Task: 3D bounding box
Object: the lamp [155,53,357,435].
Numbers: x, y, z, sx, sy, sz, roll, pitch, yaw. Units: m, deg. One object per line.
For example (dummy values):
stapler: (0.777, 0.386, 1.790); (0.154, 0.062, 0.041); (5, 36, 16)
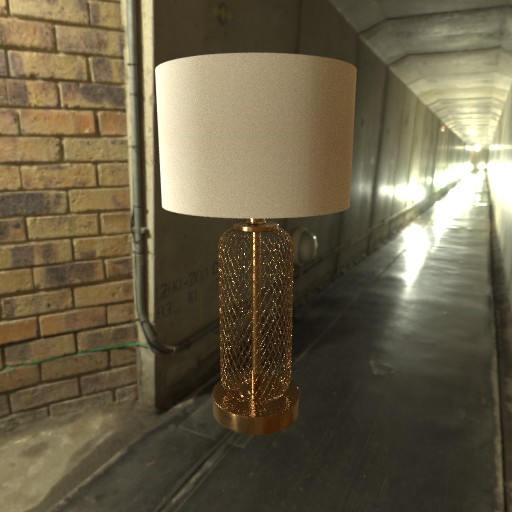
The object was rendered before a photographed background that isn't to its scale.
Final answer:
lamp: (0.000, 0.000, 0.625); (0.252, 0.483, 0.252); (-3, 14, -11)
